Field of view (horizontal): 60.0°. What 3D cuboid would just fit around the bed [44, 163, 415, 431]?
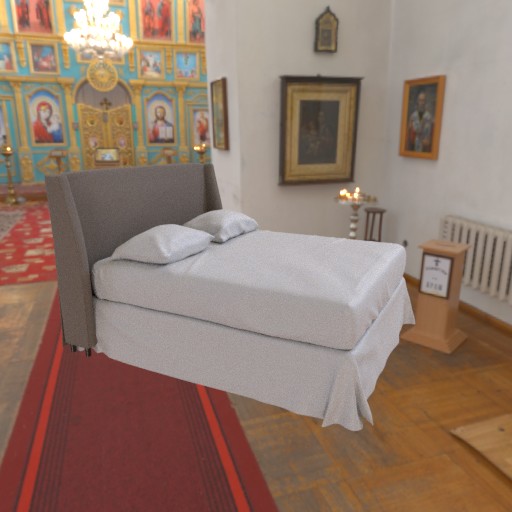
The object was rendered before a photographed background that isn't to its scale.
[{"bbox_3d":[0.000,0.000,3.463,2.276,1.332,1.925,7,16,26],"label":"bed"}]
